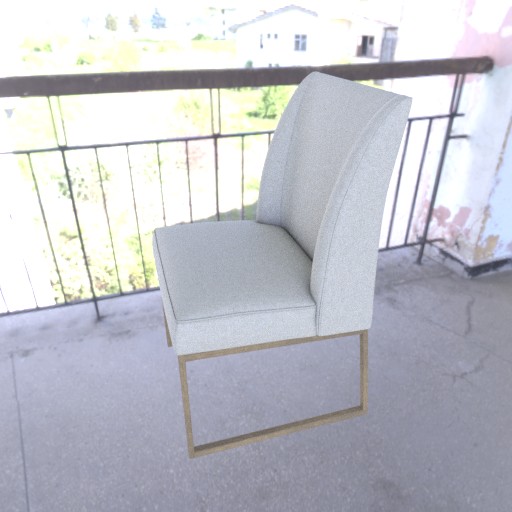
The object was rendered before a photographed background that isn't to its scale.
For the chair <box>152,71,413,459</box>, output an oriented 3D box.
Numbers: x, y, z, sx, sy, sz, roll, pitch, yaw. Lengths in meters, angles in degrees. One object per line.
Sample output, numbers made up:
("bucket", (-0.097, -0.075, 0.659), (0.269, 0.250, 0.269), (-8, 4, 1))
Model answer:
("chair", (0.000, 0.000, 1.191), (0.522, 0.863, 0.508), (-8, 30, -15))
